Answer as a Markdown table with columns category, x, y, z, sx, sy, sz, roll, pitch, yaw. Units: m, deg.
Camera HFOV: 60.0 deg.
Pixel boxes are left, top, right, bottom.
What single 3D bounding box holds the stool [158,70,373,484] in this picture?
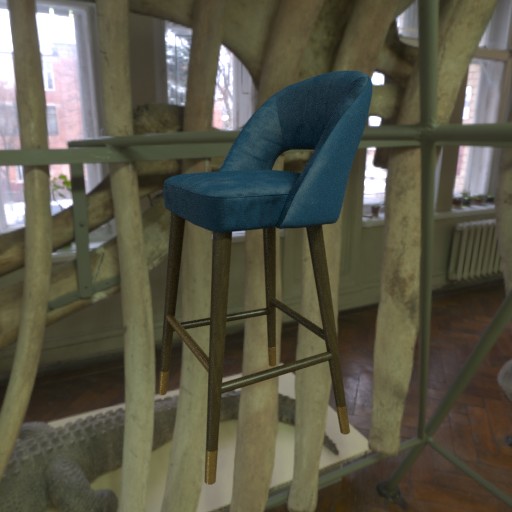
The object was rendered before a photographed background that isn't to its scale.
| category | x | y | z | sx | sy | sz | roll | pitch | yaw |
| --- | --- | --- | --- | --- | --- | --- | --- | --- | --- |
| stool | 0.000 | 0.000 | 1.284 | 0.515 | 1.016 | 0.514 | -8 | 17 | -26 |
